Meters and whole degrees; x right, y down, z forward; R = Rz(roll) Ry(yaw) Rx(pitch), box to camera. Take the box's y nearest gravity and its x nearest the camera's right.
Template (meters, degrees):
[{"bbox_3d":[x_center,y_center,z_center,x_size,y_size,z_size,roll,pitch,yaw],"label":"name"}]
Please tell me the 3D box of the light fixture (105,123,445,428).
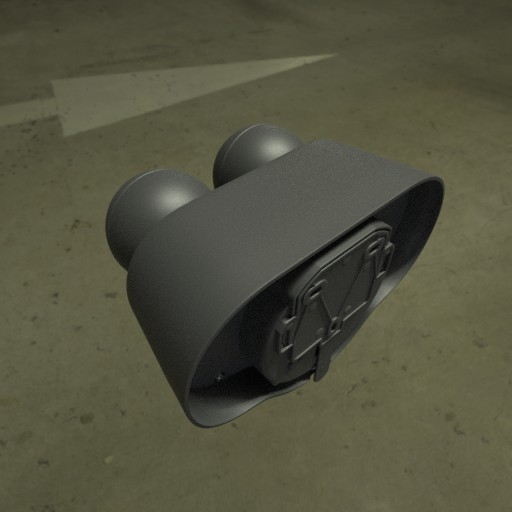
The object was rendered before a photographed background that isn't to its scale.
[{"bbox_3d":[0.000,0.000,0.334,0.229,0.159,0.159,-32,54,-27],"label":"light fixture"}]
